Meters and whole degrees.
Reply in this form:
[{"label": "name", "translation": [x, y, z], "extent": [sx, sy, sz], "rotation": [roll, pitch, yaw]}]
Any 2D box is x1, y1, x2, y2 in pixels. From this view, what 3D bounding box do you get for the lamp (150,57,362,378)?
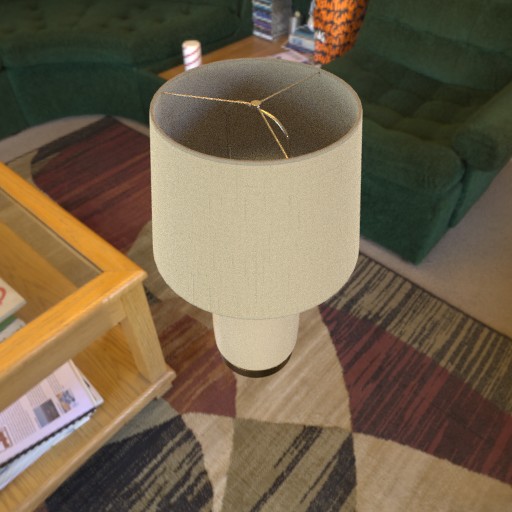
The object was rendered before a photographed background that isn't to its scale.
[{"label": "lamp", "translation": [0.000, 0.000, 0.652], "extent": [0.285, 0.483, 0.285], "rotation": [0, 47, 0]}]
